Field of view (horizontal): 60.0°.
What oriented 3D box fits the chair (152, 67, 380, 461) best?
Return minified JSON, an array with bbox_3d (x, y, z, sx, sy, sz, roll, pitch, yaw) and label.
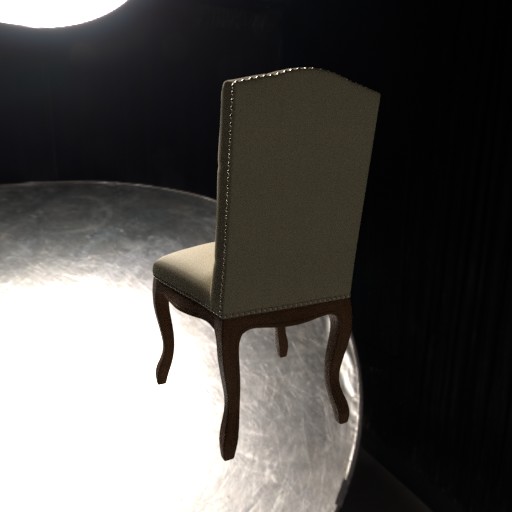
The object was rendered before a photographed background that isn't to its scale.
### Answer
[{"bbox_3d":[0.000,0.000,1.590,0.623,1.165,0.715,-6,14,-25],"label":"chair"}]
